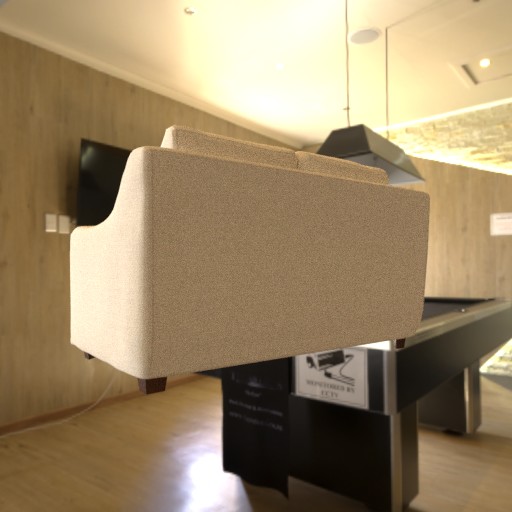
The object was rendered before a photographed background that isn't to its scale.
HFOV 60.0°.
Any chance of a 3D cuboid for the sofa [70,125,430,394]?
[{"bbox_3d":[0.000,0.000,2.399,1.744,1.047,1.040,1,-1,-36],"label":"sofa"}]
